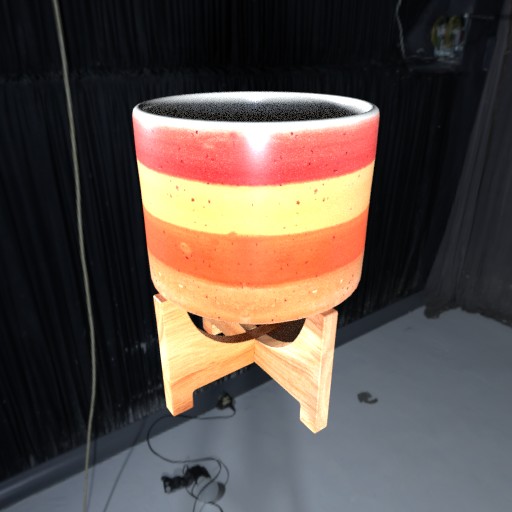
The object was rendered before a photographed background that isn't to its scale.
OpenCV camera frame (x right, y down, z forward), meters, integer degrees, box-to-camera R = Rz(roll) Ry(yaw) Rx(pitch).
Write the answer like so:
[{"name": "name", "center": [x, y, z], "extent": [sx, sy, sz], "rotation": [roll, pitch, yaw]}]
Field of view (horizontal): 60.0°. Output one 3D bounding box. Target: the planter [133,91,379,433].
[{"name": "planter", "center": [0.000, 0.000, 0.409], "extent": [0.199, 0.268, 0.199], "rotation": [0, 26, 0]}]
